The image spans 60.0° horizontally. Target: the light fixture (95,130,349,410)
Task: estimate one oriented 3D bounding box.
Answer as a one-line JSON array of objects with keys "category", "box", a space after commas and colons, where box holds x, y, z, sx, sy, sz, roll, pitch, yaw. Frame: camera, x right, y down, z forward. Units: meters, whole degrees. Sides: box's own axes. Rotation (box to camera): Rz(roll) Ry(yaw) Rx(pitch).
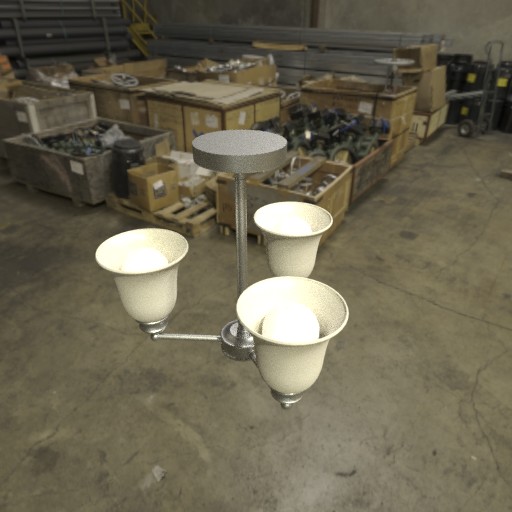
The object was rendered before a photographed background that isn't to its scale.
[{"category": "light fixture", "box": [0.000, 0.000, 0.682, 0.388, 0.370, 0.354, 19, 35, 29]}]
